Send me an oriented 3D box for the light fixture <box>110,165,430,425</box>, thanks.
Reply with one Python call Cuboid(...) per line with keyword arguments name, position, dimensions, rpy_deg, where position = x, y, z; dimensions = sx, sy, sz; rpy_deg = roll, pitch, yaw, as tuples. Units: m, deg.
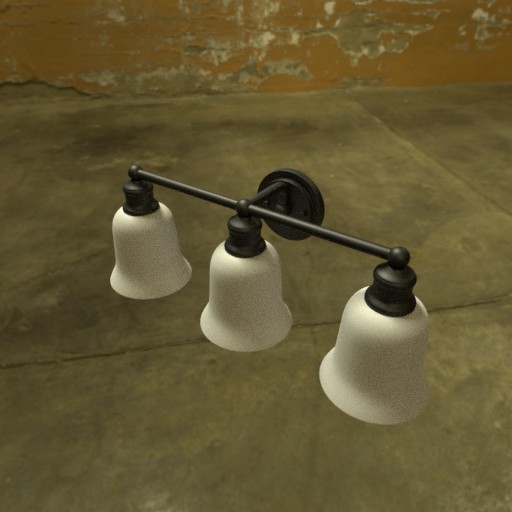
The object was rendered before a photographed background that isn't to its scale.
Cuboid(name="light fixture", position=(0.000, 0.000, 0.663), dimensions=(0.570, 0.211, 0.198), rpy_deg=(21, 38, 29))
